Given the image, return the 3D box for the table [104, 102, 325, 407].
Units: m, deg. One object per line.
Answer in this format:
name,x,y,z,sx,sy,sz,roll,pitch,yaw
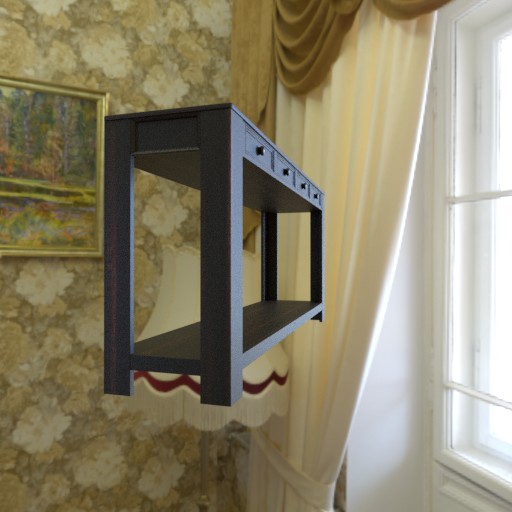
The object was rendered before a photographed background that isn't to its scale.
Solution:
table,0.000,0.000,1.939,0.384,0.762,1.631,0,0,17
